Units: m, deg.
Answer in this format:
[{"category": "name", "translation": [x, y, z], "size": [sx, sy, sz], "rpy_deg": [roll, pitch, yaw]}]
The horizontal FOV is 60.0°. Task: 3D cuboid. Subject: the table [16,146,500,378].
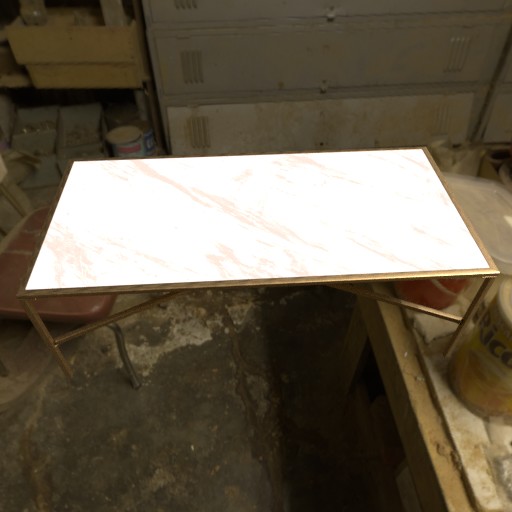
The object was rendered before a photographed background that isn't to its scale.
[{"category": "table", "translation": [0.000, 0.000, 1.435], "size": [1.197, 0.405, 0.577], "rpy_deg": [-3, 46, -2]}]
